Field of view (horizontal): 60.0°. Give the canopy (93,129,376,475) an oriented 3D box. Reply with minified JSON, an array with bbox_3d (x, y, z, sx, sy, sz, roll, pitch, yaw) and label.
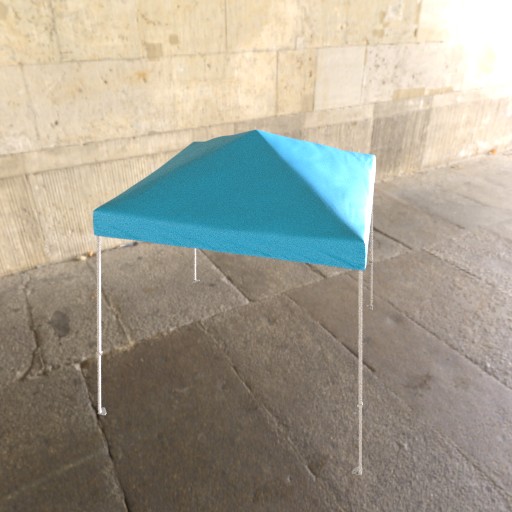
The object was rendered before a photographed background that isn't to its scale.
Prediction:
[{"bbox_3d":[0.000,0.000,5.055,2.848,2.849,2.849,7,30,13],"label":"canopy"}]
